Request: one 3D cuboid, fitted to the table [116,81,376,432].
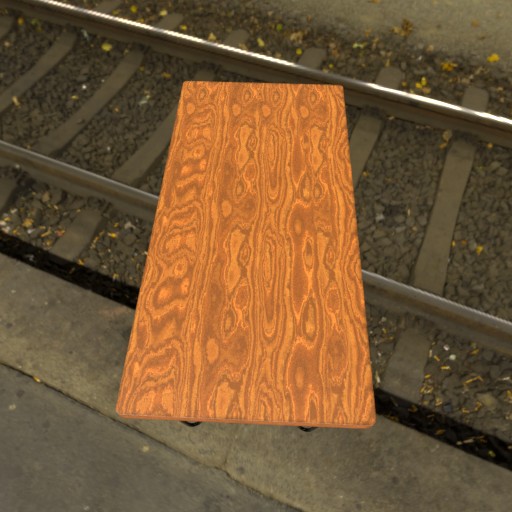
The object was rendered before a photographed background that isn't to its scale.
[{"bbox_3d":[0.000,0.000,2.284,0.883,0.753,1.791,2,57,1],"label":"table"}]
